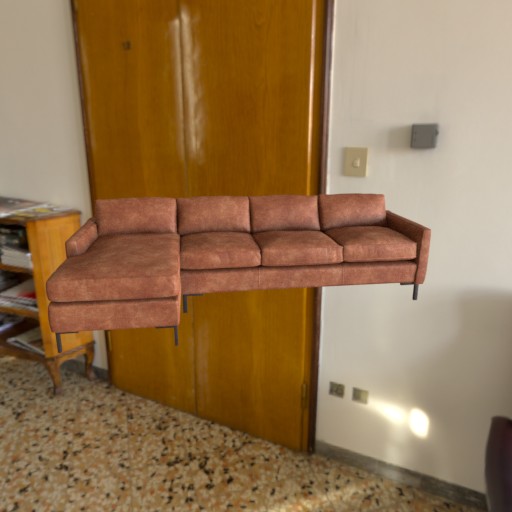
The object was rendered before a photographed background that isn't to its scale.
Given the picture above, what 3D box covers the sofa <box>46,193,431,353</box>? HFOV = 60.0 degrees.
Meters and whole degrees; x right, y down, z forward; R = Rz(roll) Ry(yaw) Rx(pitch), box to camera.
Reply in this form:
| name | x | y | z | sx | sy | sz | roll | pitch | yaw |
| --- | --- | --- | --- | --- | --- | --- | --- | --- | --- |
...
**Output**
| name | x | y | z | sx | sy | sz | roll | pitch | yaw |
| --- | --- | --- | --- | --- | --- | --- | --- | --- | --- |
| sofa | 0.000 | 0.000 | 3.744 | 2.993 | 0.859 | 1.471 | -2 | 16 | -8 |
